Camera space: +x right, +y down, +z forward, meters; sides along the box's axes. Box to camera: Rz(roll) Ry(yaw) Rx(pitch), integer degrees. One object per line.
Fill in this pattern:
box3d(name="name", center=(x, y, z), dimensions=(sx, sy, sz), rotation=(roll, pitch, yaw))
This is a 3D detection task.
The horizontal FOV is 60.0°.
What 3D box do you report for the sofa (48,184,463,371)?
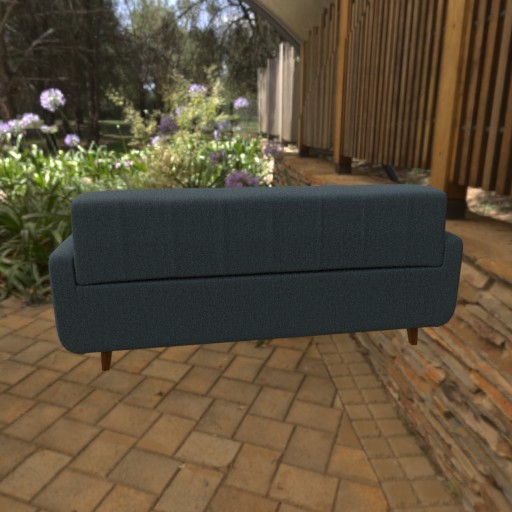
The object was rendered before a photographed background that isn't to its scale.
box3d(name="sofa", center=(0.000, 0.000, 2.621), dimensions=(2.055, 0.884, 0.942), rotation=(-3, 16, -9))
